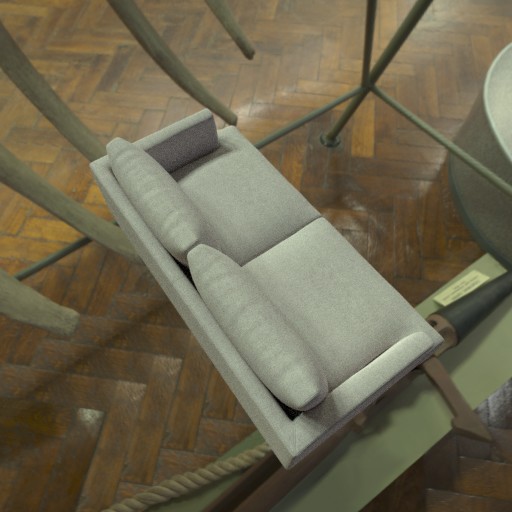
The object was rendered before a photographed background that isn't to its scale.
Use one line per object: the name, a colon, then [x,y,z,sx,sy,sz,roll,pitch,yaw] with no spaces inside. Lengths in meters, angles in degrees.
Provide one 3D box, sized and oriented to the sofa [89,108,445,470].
sofa: [0.000,0.000,2.501,1.020,0.868,1.948,-32,64,-18]
